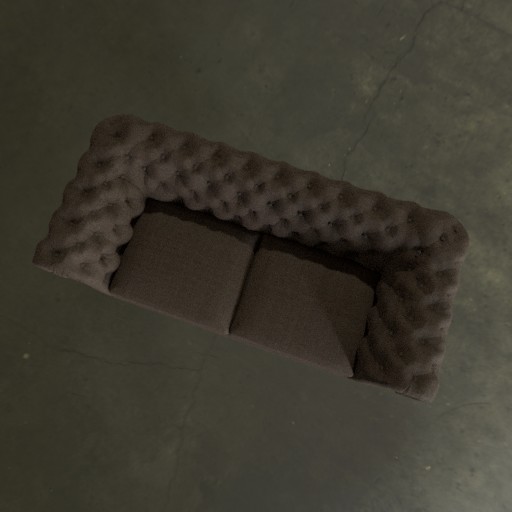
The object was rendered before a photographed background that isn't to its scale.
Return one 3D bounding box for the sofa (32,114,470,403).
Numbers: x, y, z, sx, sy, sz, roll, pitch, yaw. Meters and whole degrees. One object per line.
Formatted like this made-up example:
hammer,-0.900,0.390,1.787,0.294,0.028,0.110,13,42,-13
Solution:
sofa,0.000,0.000,2.485,2.048,0.780,0.944,18,76,5
